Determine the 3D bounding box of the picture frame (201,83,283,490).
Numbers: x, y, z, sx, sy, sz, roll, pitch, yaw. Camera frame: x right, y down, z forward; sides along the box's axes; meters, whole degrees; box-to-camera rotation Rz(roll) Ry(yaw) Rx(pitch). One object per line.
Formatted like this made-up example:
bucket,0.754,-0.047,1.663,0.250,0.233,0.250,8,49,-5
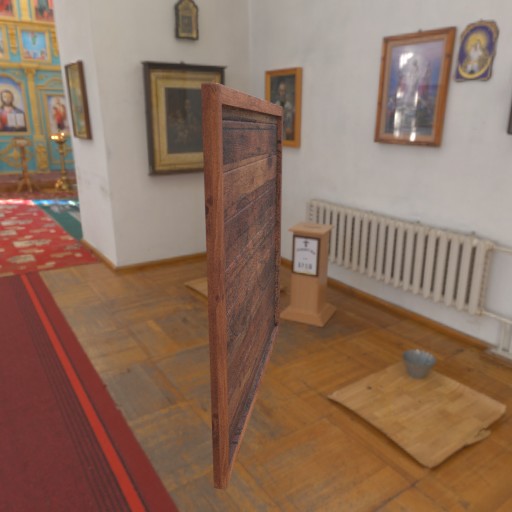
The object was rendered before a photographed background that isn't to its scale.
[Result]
picture frame,0.000,0.000,1.222,0.029,0.817,0.810,3,16,11
